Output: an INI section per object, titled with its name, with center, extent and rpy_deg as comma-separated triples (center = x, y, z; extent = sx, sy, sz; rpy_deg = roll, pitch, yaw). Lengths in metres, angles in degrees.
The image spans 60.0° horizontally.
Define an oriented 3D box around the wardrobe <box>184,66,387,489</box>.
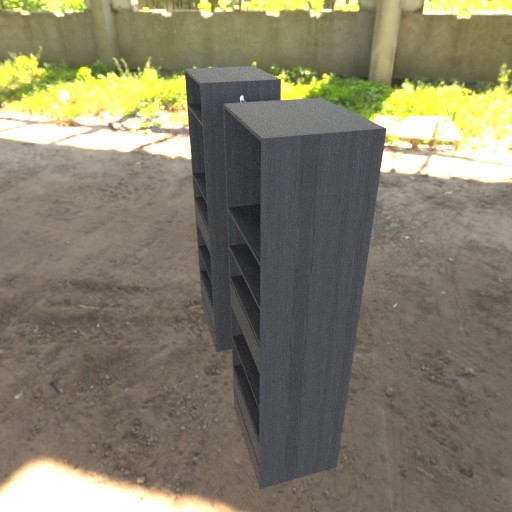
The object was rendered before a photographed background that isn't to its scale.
[wardrobe]
center = 0.000, 0.000, 2.808
extent = 0.480, 2.000, 1.770
rpy_deg = -9, 31, -14
